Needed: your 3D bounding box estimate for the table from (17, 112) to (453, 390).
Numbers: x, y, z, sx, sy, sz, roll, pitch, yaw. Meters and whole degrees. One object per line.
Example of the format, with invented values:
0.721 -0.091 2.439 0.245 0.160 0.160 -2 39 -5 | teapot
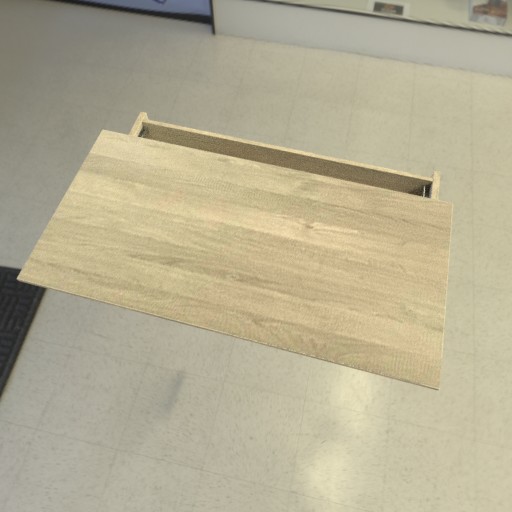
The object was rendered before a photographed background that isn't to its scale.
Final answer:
0.000 0.000 1.415 1.000 0.570 0.712 13 63 7 | table
